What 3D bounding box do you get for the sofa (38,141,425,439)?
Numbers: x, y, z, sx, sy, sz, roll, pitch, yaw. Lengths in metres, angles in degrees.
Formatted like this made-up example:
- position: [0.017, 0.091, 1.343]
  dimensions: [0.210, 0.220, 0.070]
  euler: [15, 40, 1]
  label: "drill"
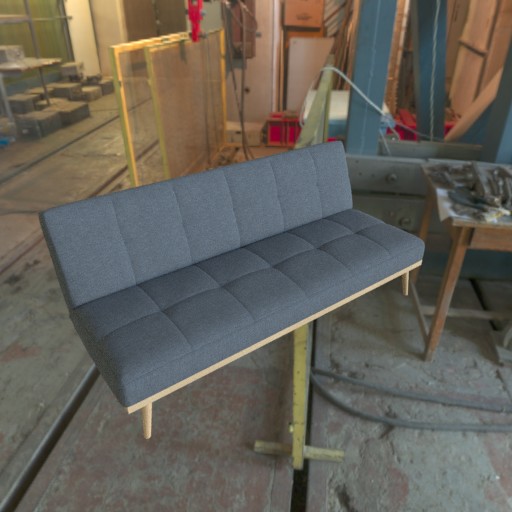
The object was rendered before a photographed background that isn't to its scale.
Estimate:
- position: [0.000, 0.000, 2.288]
  dimensions: [1.820, 0.770, 0.820]
  euler: [-21, 36, -31]
  label: "sofa"
